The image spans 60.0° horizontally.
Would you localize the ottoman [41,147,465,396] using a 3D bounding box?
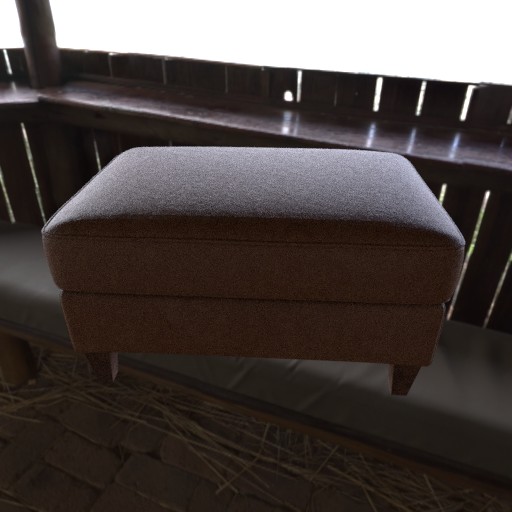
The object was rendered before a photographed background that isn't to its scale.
[{"bbox_3d":[0.000,0.000,1.180,0.864,0.483,0.584,2,31,3],"label":"ottoman"}]
